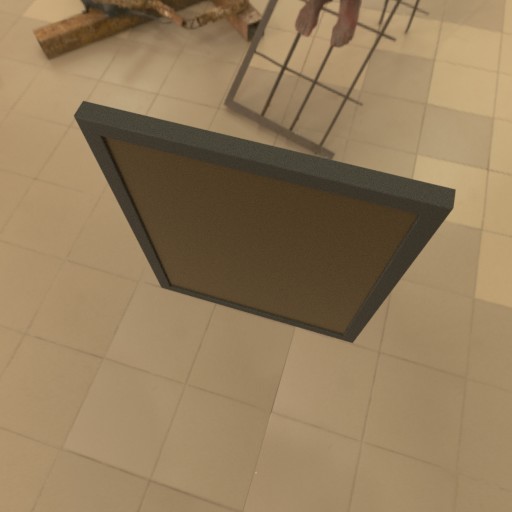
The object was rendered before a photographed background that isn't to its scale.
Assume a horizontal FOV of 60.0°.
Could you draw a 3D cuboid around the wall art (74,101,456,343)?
[{"bbox_3d":[0.000,0.000,0.766,0.457,0.558,0.028,15,65,7],"label":"wall art"}]
